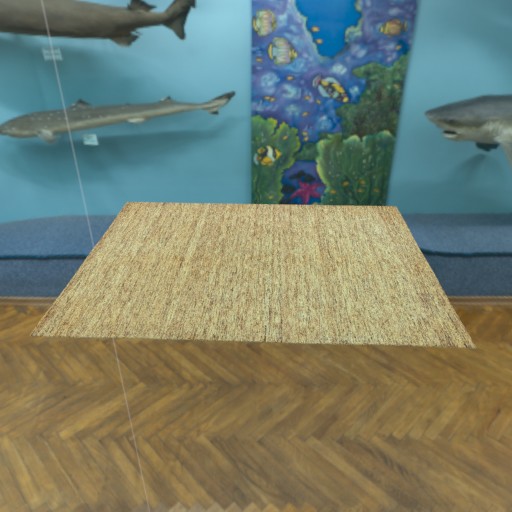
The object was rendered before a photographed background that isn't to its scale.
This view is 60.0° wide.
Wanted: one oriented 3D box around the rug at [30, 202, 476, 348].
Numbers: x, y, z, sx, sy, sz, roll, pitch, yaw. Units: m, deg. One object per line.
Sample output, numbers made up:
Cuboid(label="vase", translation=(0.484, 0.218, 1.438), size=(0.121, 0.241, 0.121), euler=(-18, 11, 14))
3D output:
Cuboid(label="rug", translation=(0.000, 0.000, 4.218), size=(3.200, 0.012, 2.438), euler=(1, 30, 2))
